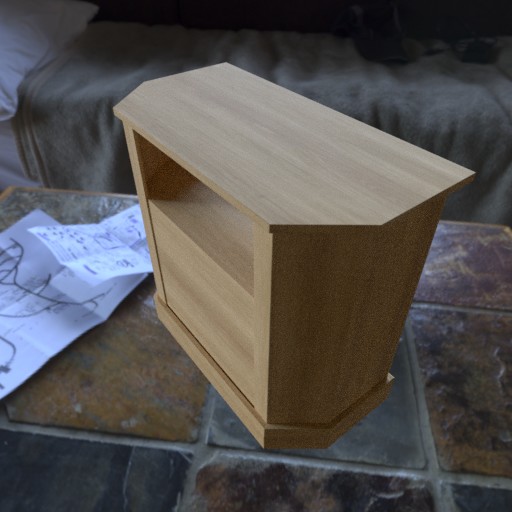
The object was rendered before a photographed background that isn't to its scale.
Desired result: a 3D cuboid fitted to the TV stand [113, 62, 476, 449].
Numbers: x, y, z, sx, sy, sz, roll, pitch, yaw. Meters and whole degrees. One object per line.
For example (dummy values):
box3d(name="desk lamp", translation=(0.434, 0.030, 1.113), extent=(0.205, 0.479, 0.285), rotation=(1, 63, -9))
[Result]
box3d(name="TV stand", translation=(0.000, 0.000, 1.273), extent=(0.425, 0.781, 0.851), rotation=(-27, 47, -28))
